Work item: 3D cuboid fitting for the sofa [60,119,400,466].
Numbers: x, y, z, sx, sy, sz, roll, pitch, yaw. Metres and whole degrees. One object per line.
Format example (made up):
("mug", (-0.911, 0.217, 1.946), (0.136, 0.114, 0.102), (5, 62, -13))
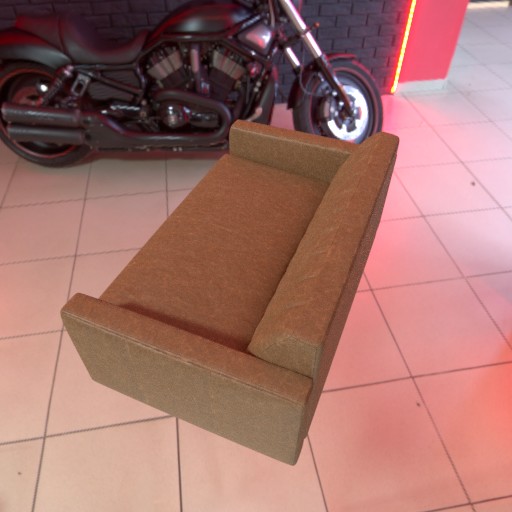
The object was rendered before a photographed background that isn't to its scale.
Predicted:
("sofa", (0.000, 0.000, 2.103), (0.960, 0.820, 1.549), (17, 47, 16))
